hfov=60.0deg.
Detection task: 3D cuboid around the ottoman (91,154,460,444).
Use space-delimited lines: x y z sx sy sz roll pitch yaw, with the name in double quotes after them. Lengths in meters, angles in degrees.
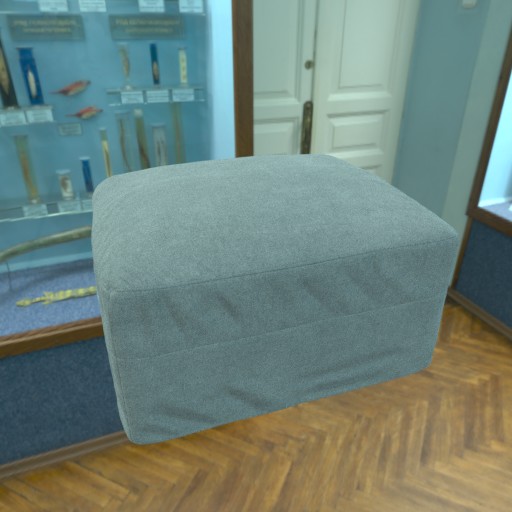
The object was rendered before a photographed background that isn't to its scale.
0.000 0.000 1.236 0.837 0.481 0.683 -9 29 -16 "ottoman"
